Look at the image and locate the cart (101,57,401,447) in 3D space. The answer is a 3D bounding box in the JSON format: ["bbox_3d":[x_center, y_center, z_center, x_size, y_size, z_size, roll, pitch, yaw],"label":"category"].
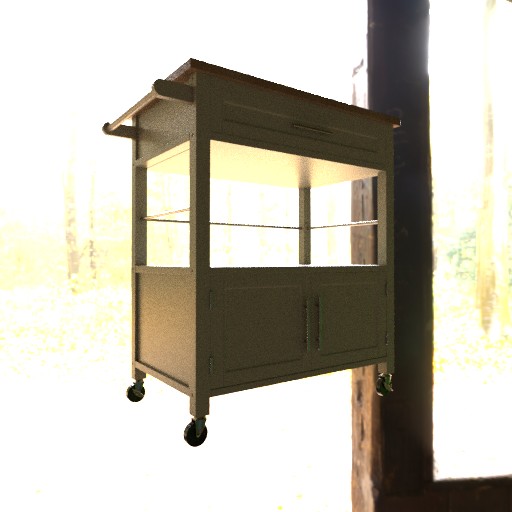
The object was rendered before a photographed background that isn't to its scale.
[{"bbox_3d":[0.000,0.000,1.390,0.840,0.901,0.459,0,-1,-35],"label":"cart"}]
